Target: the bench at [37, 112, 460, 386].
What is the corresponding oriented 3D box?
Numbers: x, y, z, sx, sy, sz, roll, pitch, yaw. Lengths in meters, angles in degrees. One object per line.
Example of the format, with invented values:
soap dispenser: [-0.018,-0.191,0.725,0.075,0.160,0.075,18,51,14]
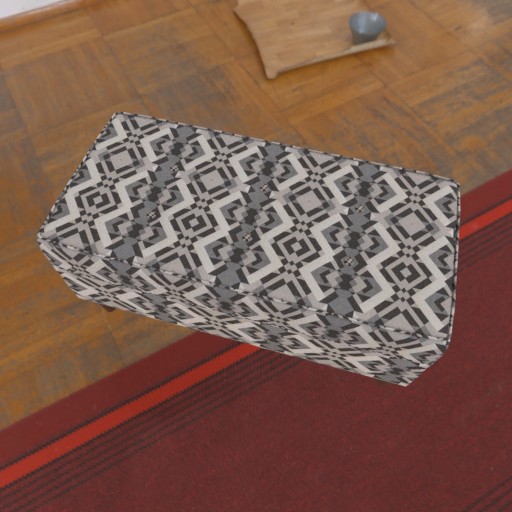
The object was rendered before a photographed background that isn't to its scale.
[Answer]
bench: [0.000,0.000,1.320,1.016,0.477,0.492,14,60,8]
